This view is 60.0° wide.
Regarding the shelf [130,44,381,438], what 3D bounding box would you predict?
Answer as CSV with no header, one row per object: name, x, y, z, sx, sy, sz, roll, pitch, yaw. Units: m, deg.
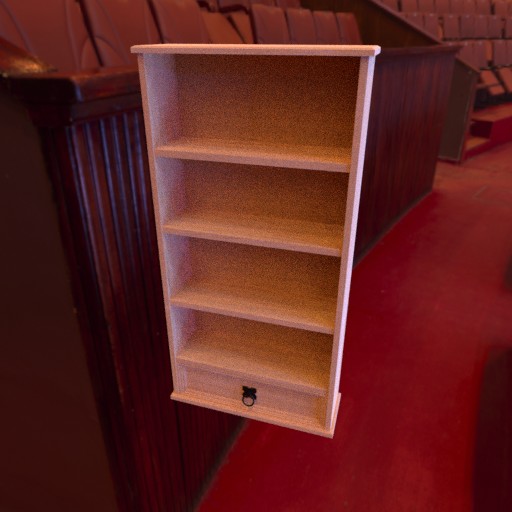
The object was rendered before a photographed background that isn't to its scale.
shelf,0.000,0.000,1.201,0.520,1.030,0.175,8,28,16
